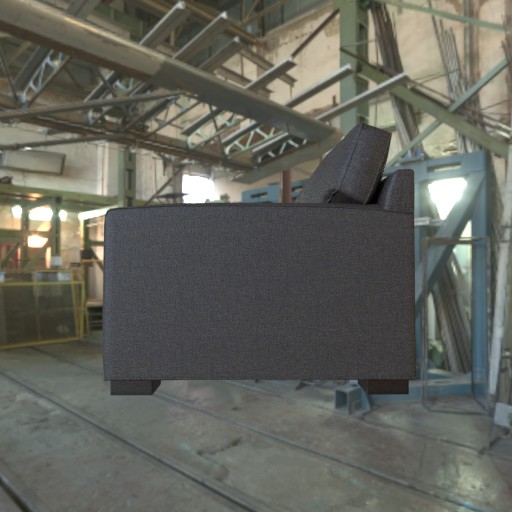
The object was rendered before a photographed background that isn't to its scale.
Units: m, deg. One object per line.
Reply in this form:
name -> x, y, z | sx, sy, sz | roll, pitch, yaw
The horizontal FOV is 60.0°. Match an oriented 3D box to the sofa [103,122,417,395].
sofa -> 0.000, 0.000, 2.119 | 0.974, 0.887, 1.534 | 0, -1, 0
